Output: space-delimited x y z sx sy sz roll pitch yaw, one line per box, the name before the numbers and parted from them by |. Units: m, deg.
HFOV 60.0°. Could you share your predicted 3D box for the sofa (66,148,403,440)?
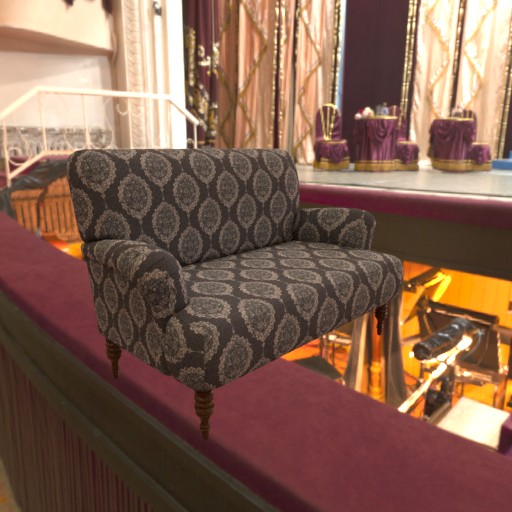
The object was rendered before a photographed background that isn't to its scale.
sofa | 0.000 0.000 1.844 0.779 0.867 1.297 13 19 42
